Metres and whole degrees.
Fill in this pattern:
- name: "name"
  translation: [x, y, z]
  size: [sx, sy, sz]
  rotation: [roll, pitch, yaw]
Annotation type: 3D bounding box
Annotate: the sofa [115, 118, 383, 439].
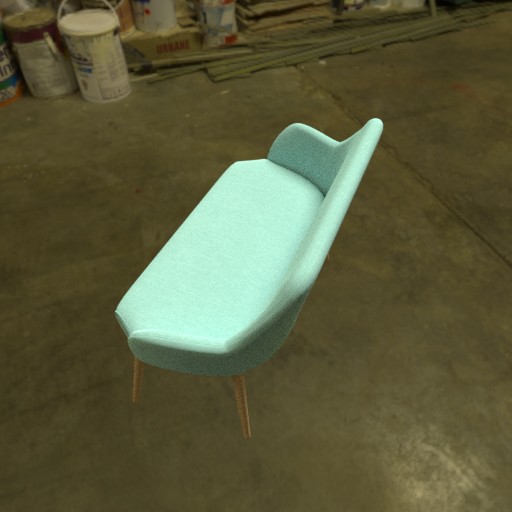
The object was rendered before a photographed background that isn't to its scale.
- name: "sofa"
  translation: [0.000, 0.000, 1.616]
  size: [0.610, 0.840, 1.150]
  rotation: [18, 49, 16]
